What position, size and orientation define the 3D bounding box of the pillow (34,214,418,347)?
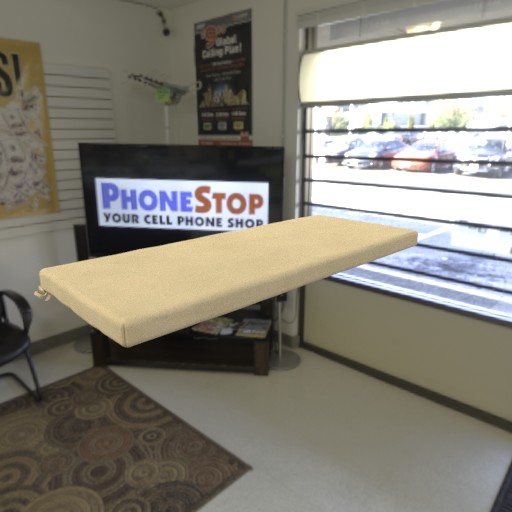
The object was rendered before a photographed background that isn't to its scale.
[{"bbox_3d":[0.000,0.000,1.368,1.187,0.081,0.492,-14,21,-42],"label":"pillow"}]
